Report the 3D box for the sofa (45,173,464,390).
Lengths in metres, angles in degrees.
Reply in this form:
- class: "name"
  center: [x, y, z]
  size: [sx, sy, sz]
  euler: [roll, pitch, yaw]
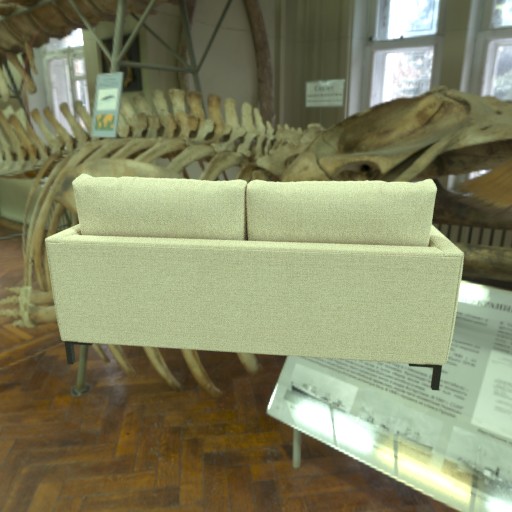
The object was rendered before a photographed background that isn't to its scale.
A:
- class: "sofa"
  center: [0.000, 0.000, 2.128]
  size: [1.651, 0.812, 0.839]
  euler: [2, 17, 7]
